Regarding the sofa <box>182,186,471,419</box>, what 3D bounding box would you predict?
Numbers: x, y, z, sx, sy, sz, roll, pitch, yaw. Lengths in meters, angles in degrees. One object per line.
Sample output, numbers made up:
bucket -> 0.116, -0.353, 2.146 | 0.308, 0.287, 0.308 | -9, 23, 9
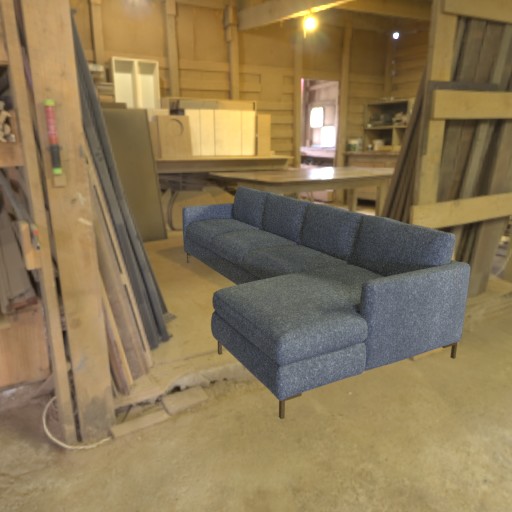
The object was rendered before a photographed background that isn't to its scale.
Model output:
sofa -> 0.000, 0.000, 3.566 | 1.350, 0.810, 2.932 | -8, 17, -27
